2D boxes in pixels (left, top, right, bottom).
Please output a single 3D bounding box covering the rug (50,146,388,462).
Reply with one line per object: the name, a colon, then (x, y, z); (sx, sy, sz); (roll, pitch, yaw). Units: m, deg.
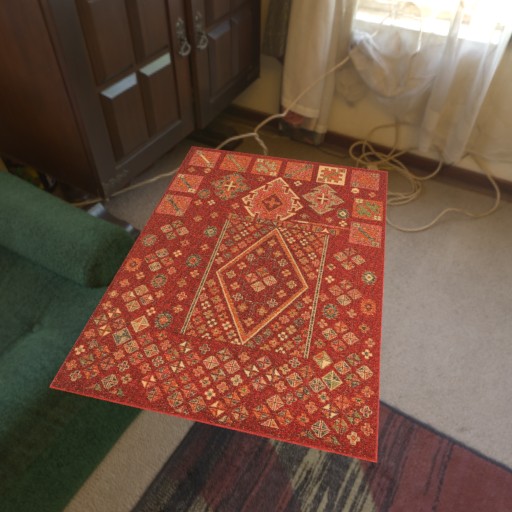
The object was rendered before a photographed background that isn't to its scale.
rug: (0.000, 0.000, 4.214); (2.389, 0.011, 3.306); (9, 47, 9)
